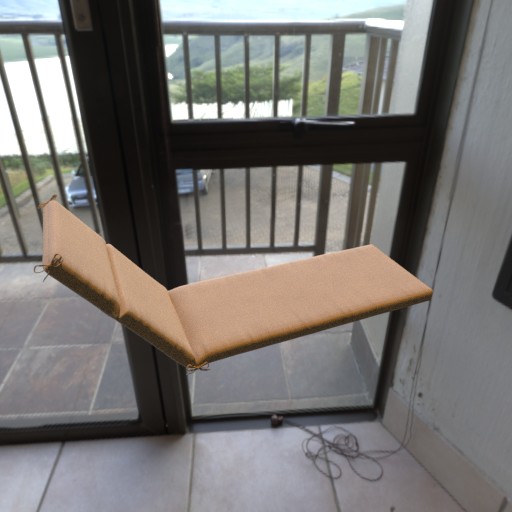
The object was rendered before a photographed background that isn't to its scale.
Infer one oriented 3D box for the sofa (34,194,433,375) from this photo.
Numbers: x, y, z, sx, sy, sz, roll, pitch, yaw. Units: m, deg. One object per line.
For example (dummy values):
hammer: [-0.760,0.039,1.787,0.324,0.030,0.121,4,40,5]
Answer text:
sofa: [0.000,0.000,1.953,1.663,0.622,0.582,-12,32,-19]
